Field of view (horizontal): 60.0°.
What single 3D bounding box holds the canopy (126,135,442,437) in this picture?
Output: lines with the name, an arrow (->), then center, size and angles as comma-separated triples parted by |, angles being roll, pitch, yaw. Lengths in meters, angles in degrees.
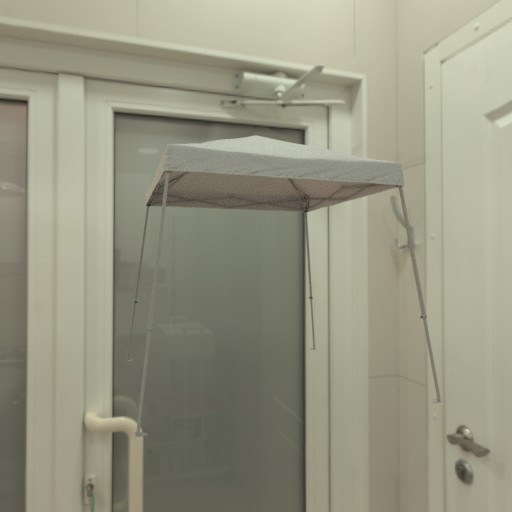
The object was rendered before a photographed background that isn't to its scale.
canopy -> 0.000, 0.000, 5.218 | 2.848, 2.849, 2.849 | 0, -1, -18
